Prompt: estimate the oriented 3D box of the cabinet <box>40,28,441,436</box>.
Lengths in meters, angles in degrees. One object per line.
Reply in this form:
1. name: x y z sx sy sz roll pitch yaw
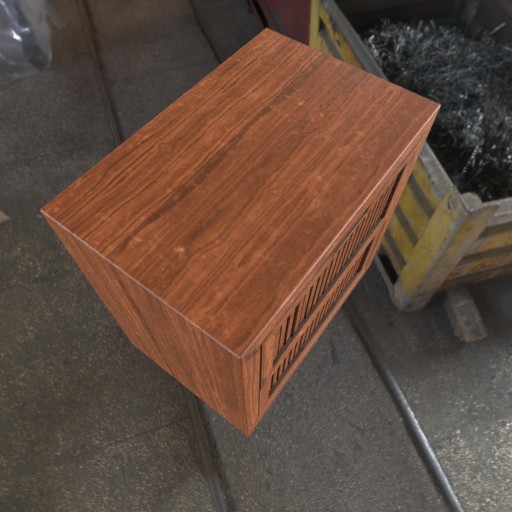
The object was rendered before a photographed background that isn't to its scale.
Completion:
1. cabinet: 0.000 0.000 1.059 0.410 0.695 0.607 33 64 18
